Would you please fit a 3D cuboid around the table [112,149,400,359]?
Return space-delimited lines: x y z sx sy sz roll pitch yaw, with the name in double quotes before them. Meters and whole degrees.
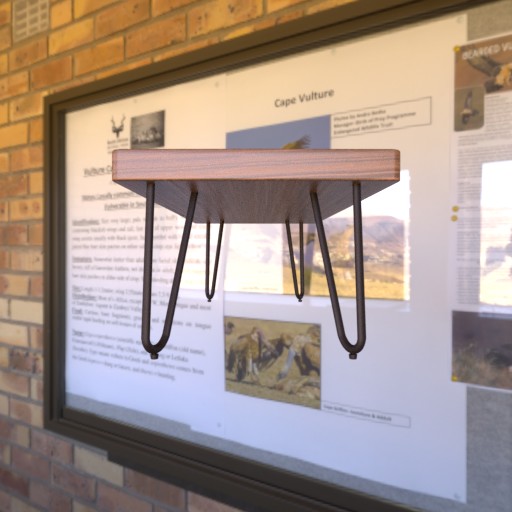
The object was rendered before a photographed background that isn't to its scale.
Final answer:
"table" 0.000 0.000 1.640 0.637 0.468 1.375 0 0 0
